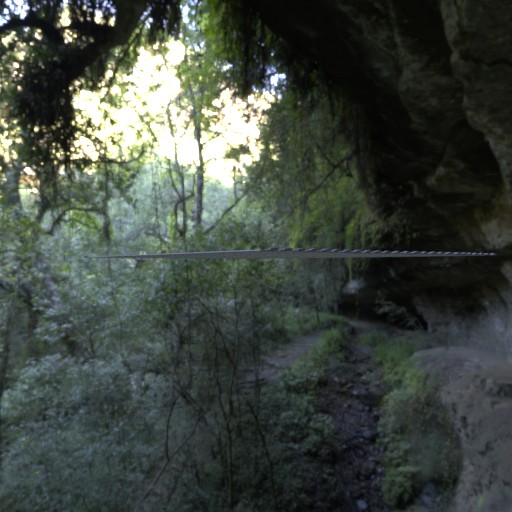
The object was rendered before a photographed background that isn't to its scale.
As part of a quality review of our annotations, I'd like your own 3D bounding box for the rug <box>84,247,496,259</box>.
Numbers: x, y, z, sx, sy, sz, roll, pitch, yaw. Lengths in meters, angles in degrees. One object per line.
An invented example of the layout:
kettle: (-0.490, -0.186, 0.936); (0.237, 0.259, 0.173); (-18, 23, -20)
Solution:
rug: (0.000, 0.000, 3.750); (2.030, 0.017, 3.040); (1, -1, -36)
